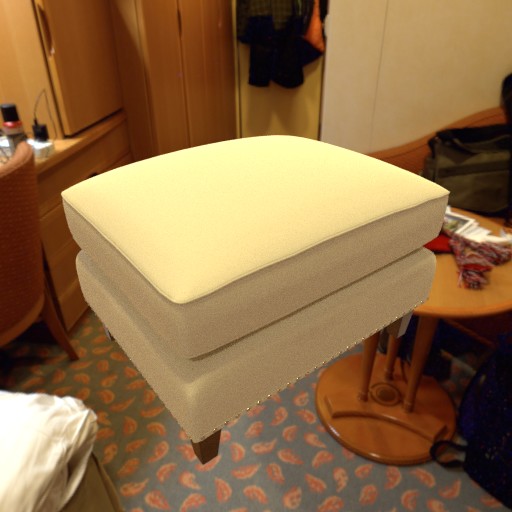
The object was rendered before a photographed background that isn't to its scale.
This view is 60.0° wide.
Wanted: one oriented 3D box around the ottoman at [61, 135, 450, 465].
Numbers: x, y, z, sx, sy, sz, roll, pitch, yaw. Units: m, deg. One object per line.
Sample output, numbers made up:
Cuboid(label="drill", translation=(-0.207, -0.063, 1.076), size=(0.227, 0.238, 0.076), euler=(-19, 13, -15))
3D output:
Cuboid(label="ottoman", translation=(0.000, 0.000, 1.127), size=(0.741, 0.513, 0.584), euler=(-21, 36, -32))
